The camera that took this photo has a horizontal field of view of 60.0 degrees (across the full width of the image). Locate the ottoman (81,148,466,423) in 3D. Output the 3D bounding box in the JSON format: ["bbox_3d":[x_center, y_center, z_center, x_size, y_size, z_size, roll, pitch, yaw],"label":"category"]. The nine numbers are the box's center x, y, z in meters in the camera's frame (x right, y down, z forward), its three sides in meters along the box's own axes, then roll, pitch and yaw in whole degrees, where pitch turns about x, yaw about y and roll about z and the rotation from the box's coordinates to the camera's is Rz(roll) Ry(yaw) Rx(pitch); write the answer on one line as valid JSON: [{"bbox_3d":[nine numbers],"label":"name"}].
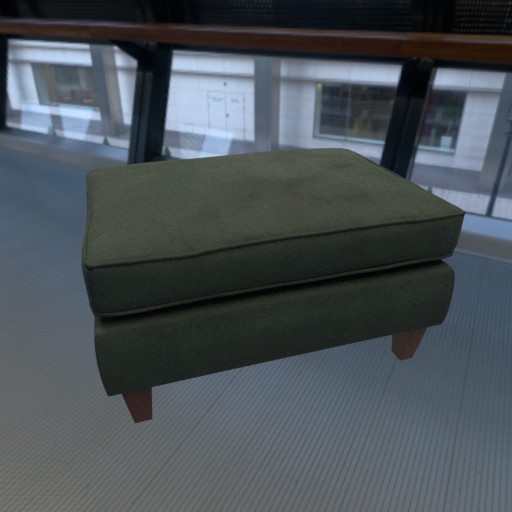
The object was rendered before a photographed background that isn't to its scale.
[{"bbox_3d":[0.000,0.000,1.250,0.864,0.495,0.632,-9,30,-15],"label":"ottoman"}]
